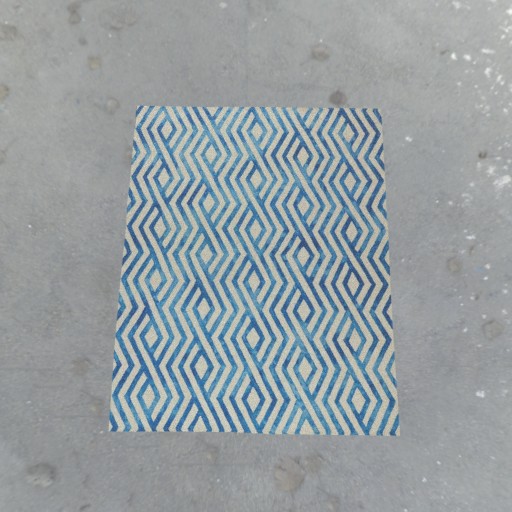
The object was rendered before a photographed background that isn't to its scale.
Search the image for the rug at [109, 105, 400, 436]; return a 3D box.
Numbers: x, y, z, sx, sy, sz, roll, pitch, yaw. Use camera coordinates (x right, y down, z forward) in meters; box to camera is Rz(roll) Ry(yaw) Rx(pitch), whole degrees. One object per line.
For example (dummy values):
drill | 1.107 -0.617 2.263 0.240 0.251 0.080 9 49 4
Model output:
rug | 0.000 0.000 4.069 2.453 0.008 3.059 1 76 0
